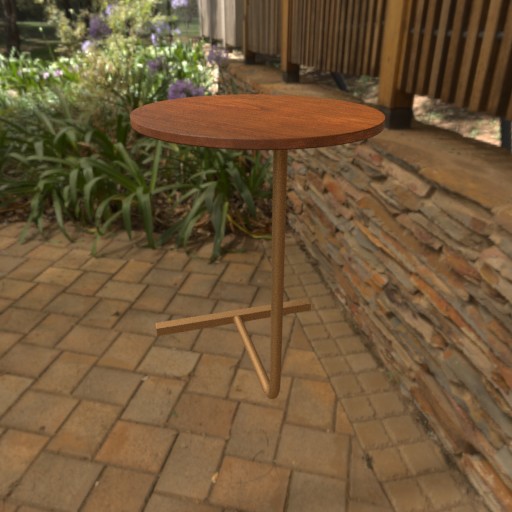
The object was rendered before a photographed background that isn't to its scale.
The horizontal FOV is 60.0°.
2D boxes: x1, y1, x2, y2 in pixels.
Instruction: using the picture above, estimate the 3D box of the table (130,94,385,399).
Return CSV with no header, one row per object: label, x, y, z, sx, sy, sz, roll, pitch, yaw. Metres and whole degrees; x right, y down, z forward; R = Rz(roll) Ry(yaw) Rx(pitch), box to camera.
table,0.000,0.000,1.120,0.530,0.706,0.577,-7,28,-14
